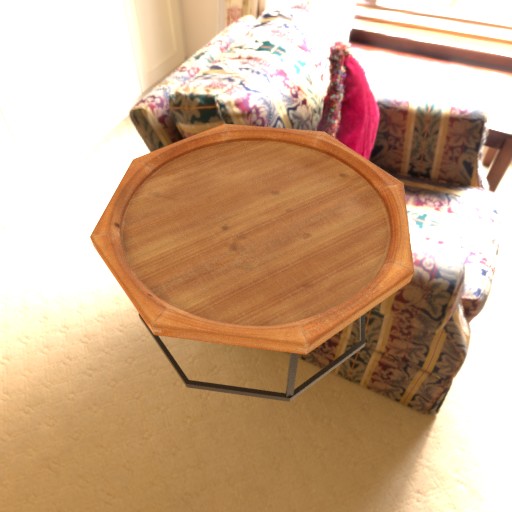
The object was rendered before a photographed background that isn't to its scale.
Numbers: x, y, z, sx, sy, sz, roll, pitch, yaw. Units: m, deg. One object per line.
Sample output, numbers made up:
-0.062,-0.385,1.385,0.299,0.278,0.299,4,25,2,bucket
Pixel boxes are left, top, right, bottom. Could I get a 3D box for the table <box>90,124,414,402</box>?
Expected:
0.000,0.000,1.539,1.002,0.444,1.002,0,48,0,table
